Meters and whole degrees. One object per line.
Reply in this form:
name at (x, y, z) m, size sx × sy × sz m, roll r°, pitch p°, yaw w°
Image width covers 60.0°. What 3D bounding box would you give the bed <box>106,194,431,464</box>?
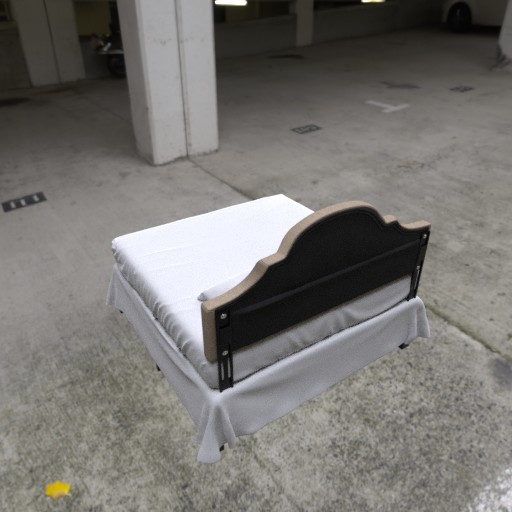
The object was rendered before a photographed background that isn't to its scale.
bed at (0.000, 0.000, 3.859) m, size 2.303 × 1.631 × 2.222 m, roll -19°, pitch 35°, yaw -28°
